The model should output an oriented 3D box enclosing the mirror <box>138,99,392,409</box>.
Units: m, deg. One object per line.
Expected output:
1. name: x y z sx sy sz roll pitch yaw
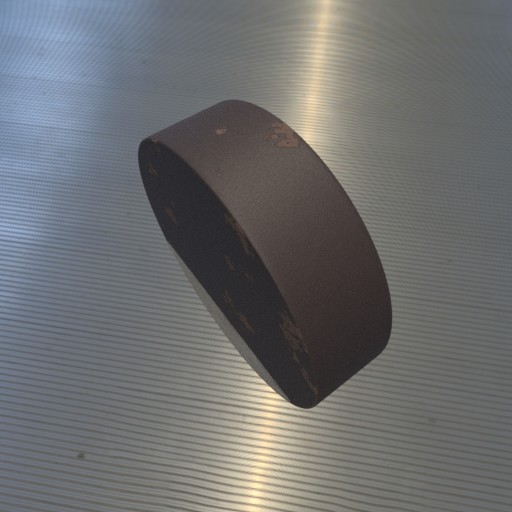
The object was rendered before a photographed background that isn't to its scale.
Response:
1. mirror: 0.000 0.000 0.587 0.126 0.386 0.386 -32 64 -18
